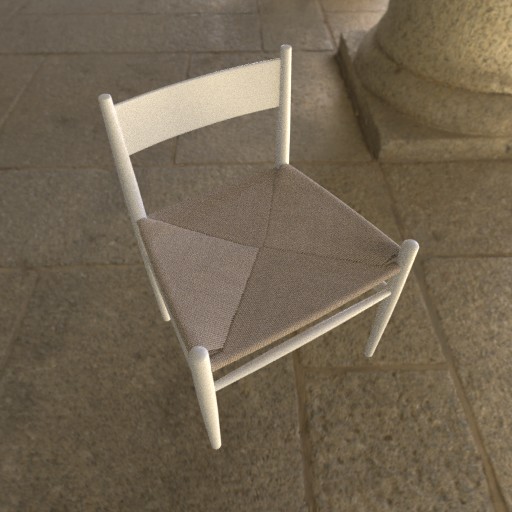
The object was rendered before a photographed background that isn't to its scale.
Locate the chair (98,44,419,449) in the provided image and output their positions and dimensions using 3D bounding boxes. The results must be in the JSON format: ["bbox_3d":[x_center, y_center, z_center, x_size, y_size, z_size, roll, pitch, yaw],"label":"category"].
[{"bbox_3d":[0.000,0.000,1.096,0.556,0.762,0.495,-24,53,-20],"label":"chair"}]
